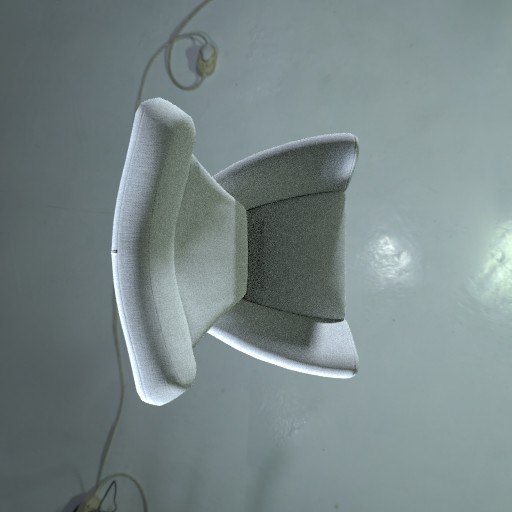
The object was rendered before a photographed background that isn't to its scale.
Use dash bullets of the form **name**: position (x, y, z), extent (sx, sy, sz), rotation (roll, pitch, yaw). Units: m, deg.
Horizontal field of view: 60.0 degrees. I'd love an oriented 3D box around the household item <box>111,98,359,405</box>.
- **household item**: position (0.000, 0.000, 1.808), extent (0.900, 1.050, 0.980), rotation (0, 91, 0)
